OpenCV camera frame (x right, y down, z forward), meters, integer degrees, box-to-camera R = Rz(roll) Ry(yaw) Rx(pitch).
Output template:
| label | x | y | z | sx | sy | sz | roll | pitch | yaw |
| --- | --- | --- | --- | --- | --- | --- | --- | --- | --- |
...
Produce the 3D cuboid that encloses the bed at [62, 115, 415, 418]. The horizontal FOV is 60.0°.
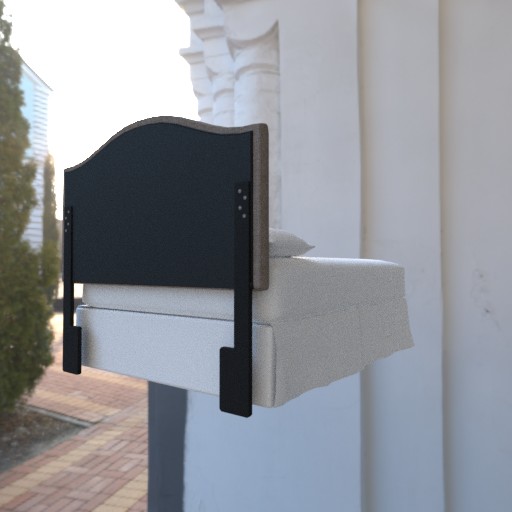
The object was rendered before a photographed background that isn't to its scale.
| label | x | y | z | sx | sy | sz | roll | pitch | yaw |
| --- | --- | --- | --- | --- | --- | --- | --- | --- | --- |
| bed | 0.000 | 0.000 | 3.313 | 1.713 | 1.518 | 2.153 | -1 | -2 | 36 |
